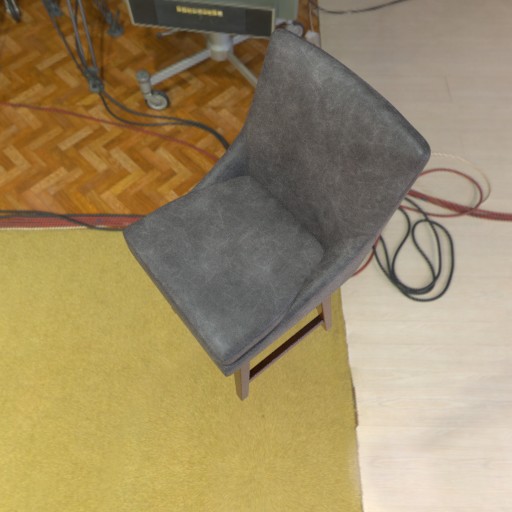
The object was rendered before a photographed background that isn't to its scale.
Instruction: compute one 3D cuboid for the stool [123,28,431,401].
[{"bbox_3d":[0.000,0.000,1.339,0.587,1.046,0.492,-36,69,-16],"label":"stool"}]
